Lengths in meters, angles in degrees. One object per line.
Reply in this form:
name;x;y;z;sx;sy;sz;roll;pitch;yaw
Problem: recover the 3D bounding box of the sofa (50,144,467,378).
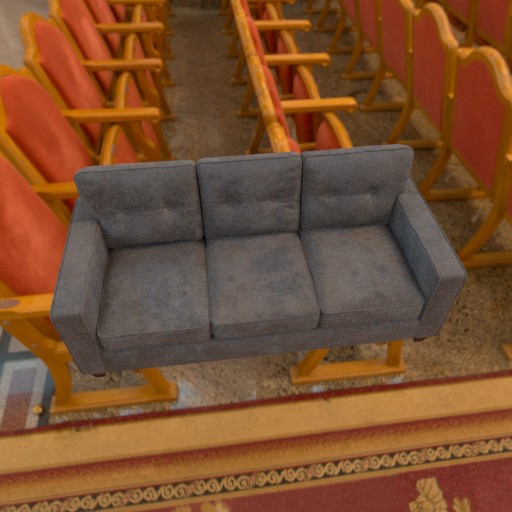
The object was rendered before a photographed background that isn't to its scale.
sofa;0.000;0.000;2.627;2.133;0.965;0.939;-5;47;-5
